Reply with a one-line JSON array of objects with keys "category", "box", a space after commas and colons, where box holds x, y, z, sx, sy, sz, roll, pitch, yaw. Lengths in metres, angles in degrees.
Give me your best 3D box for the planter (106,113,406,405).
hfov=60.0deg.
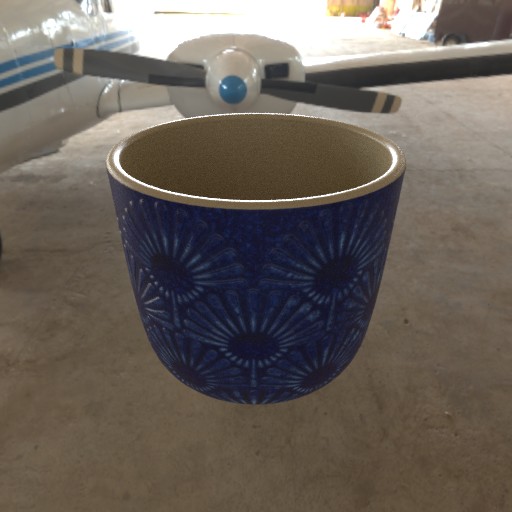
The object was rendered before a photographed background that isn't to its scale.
[{"category": "planter", "box": [0.000, 0.000, 0.217, 0.124, 0.109, 0.124, 0, 31, 0]}]
